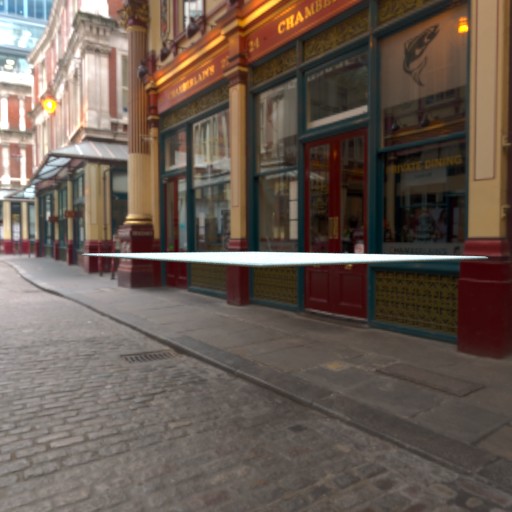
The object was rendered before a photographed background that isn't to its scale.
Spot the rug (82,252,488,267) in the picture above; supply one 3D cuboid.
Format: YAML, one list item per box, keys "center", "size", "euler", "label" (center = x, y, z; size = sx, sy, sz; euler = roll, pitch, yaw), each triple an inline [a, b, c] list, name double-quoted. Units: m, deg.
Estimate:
- center: [0.000, 0.000, 2.878]
  size: [1.589, 0.014, 2.205]
  euler: [-1, 2, -36]
  label: "rug"
